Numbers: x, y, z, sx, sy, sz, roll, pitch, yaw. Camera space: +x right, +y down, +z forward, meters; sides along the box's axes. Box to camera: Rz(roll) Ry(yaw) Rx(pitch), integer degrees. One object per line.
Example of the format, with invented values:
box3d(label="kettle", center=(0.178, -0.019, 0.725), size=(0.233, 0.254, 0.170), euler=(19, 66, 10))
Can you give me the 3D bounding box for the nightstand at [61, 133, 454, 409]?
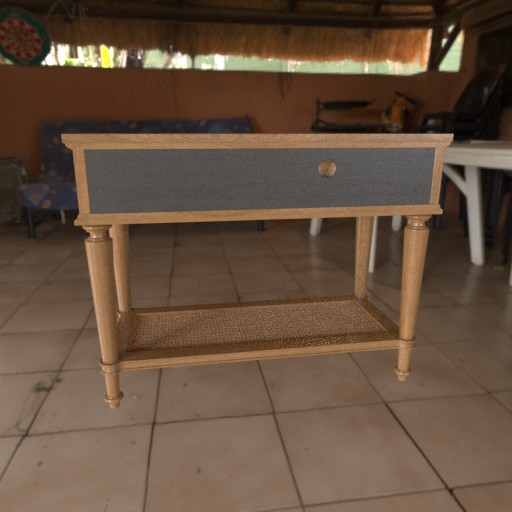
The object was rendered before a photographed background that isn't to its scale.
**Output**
box3d(label="nightstand", center=(0.000, 0.000, 1.316), size=(0.914, 0.700, 0.432), euler=(-3, 16, -9))
